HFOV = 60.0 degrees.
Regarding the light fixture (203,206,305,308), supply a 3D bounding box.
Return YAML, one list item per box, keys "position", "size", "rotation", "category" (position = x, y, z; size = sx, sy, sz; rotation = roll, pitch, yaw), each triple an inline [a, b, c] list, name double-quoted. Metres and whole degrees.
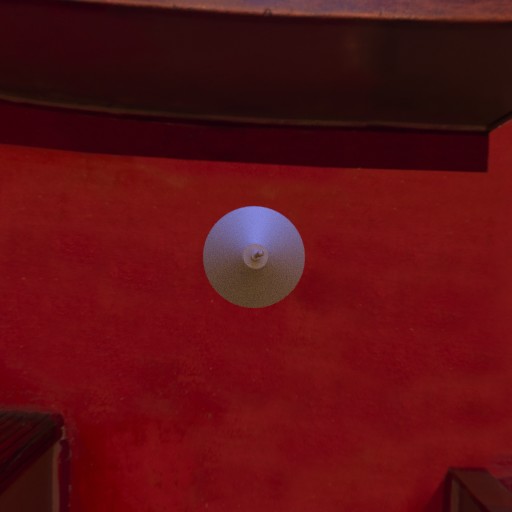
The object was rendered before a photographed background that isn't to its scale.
- position: [0.000, 0.000, 0.834]
  size: [0.267, 0.683, 0.267]
  rotation: [0, 90, -1]
  category: "light fixture"
